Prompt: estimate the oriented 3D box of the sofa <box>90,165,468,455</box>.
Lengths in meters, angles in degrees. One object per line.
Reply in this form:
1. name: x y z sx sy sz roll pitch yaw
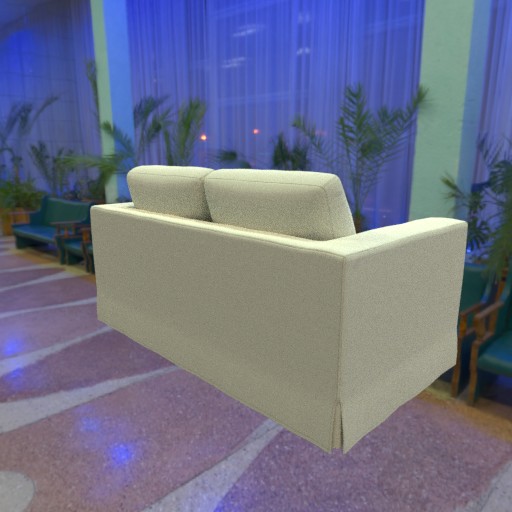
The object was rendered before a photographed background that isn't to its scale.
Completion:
1. sofa: 0.000 0.000 2.353 1.009 0.932 1.813 -13 18 -43
